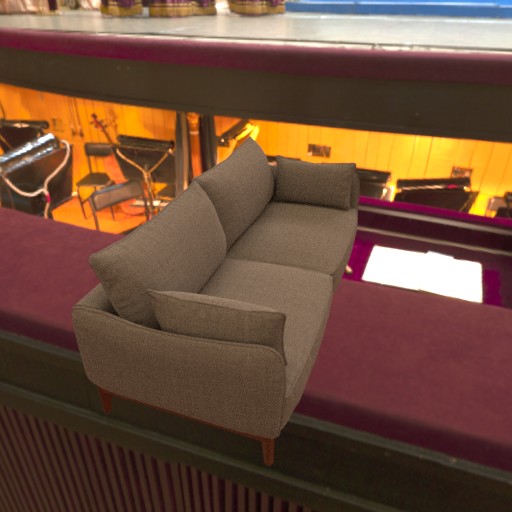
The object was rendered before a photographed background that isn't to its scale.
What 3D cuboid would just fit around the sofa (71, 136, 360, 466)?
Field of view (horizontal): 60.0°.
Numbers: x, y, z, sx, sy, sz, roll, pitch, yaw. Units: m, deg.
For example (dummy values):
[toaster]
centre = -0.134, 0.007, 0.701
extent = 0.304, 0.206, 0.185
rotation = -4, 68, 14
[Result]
[sofa]
centre = 0.000, 0.000, 2.544
extent = 0.972, 0.851, 1.989
rotation = 10, 33, 17
